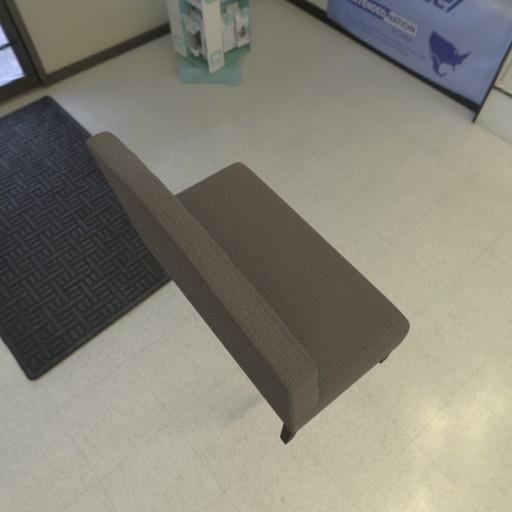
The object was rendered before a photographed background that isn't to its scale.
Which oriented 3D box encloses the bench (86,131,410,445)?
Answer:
[{"bbox_3d":[0.000,0.000,2.050,0.815,1.180,1.335,-33,62,-20],"label":"bench"}]
